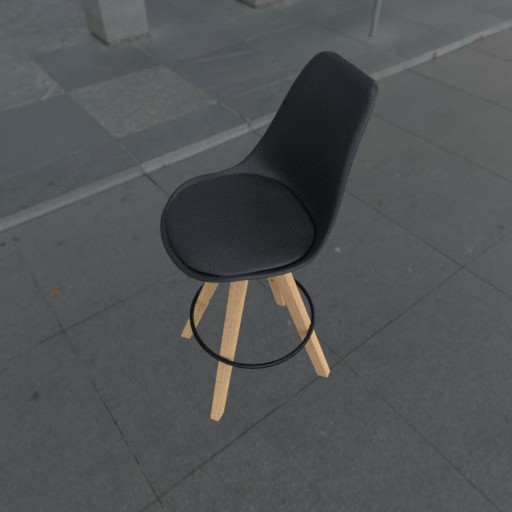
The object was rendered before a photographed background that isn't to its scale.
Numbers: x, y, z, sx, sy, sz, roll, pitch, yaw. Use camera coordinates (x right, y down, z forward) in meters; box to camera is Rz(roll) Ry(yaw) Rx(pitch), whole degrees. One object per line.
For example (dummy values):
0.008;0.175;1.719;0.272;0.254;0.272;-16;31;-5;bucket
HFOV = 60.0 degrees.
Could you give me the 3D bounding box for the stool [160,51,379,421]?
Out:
0.000;0.000;1.400;0.550;1.115;0.485;-17;48;-16;stool
